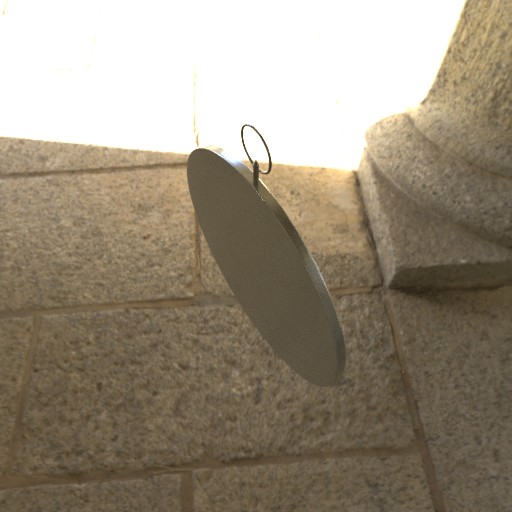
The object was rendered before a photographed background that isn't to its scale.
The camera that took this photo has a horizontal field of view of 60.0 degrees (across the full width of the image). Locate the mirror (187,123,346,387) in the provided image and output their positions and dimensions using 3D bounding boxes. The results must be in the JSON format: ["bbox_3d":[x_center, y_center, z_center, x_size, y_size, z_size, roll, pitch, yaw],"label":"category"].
[{"bbox_3d":[0.000,0.000,0.959,0.020,0.713,0.594,-29,63,-17],"label":"mirror"}]
